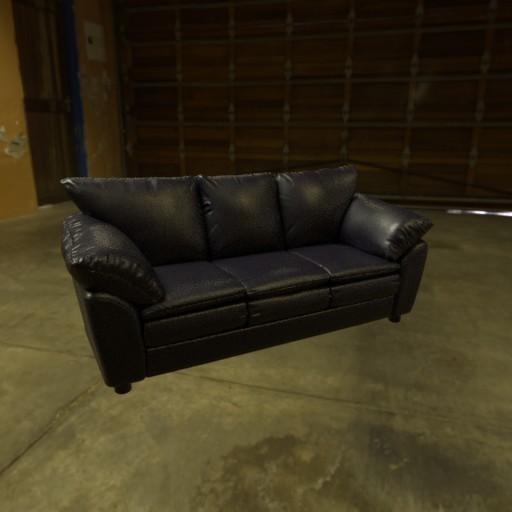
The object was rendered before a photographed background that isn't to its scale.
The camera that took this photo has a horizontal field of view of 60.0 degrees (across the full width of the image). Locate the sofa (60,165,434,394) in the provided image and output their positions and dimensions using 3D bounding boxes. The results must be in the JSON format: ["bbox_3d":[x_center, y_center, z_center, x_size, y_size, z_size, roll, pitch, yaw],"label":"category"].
[{"bbox_3d":[0.000,0.000,2.901,2.336,1.073,0.880,-8,17,-27],"label":"sofa"}]
